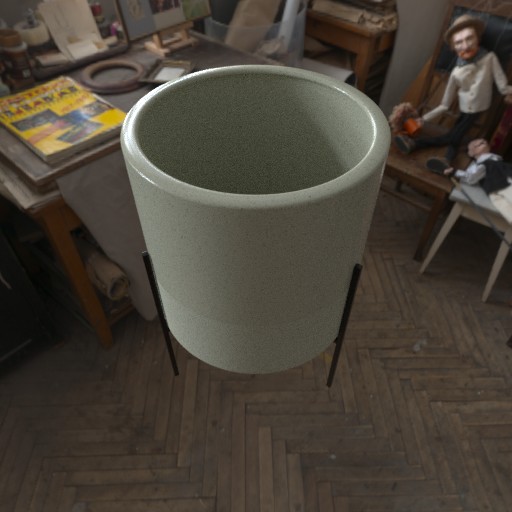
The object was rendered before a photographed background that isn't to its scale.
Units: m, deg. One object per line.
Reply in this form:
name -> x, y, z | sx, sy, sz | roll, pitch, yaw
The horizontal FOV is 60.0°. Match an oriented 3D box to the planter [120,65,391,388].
planter -> 0.000, 0.000, 0.697 | 0.314, 0.475, 0.323 | 3, 47, 3
